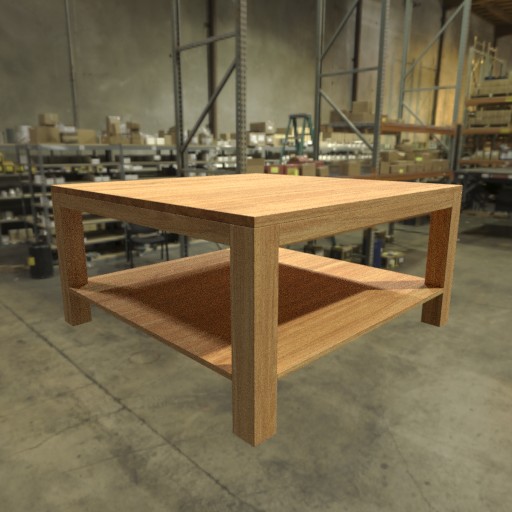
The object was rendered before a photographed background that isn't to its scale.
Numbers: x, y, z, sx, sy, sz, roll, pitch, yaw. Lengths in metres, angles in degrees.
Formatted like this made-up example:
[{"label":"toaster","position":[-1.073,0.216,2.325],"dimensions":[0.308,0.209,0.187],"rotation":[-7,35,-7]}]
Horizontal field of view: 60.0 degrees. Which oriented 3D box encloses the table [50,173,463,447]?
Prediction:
[{"label":"table","position":[0.000,0.000,1.421],"dimensions":[0.900,0.450,0.900],"rotation":[-13,19,-43]}]
